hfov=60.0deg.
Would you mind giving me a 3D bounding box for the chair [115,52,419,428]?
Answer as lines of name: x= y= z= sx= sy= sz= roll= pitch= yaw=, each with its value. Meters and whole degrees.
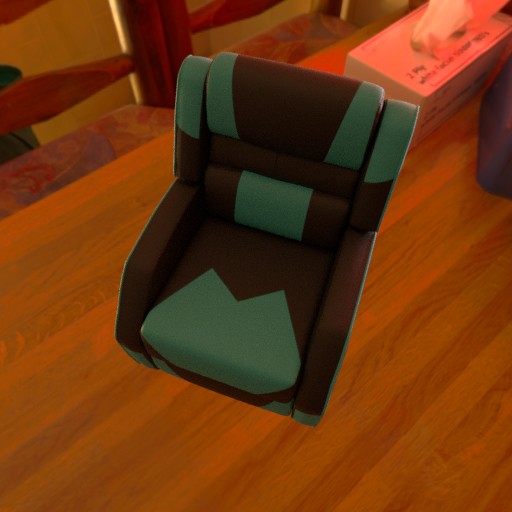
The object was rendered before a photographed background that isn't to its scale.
chair: x=0.000 y=0.000 z=1.261 sx=0.620 sy=0.805 sz=0.672 roll=17 pitch=59 yaw=10
